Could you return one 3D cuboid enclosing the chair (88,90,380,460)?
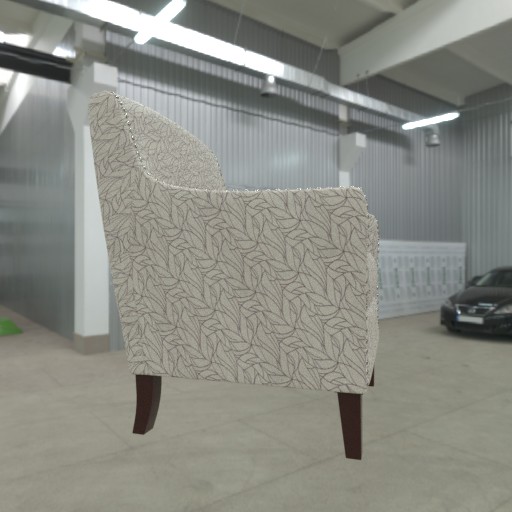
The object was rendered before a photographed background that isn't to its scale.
[{"bbox_3d":[0.000,0.000,1.244,0.651,0.816,0.623,0,0,17],"label":"chair"}]
